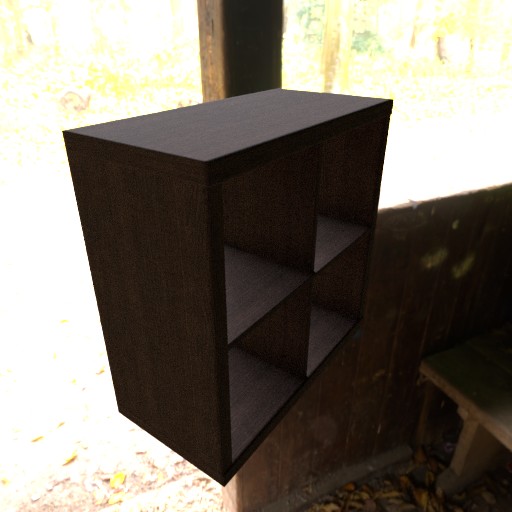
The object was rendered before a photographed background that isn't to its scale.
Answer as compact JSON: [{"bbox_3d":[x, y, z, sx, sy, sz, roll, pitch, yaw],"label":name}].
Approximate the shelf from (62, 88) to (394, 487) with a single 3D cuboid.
[{"bbox_3d":[0.000,0.000,1.254,0.390,0.786,0.790,19,33,31],"label":"shelf"}]
